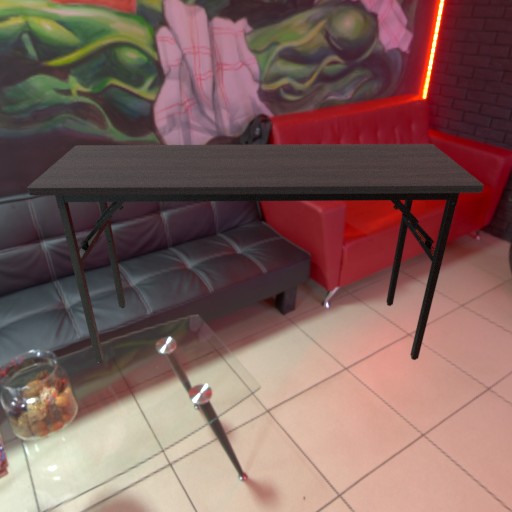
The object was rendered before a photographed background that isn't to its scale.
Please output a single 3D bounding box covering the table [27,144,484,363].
[{"bbox_3d":[0.000,0.000,1.733,1.399,0.750,0.449,0,30,-1],"label":"table"}]
